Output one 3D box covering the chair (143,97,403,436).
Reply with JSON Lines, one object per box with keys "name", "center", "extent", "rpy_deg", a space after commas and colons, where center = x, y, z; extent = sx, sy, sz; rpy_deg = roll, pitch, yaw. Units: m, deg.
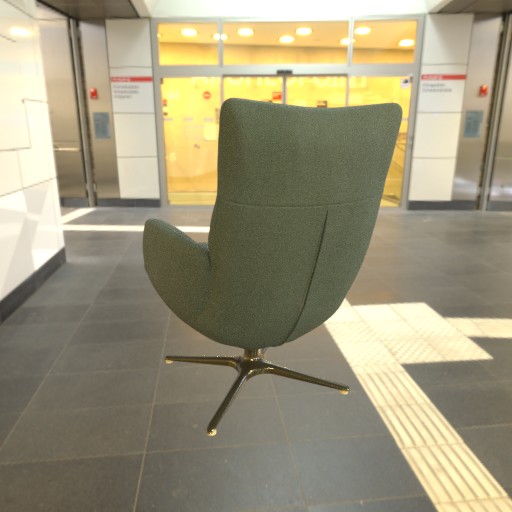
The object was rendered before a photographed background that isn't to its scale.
{"name": "chair", "center": [0.000, 0.000, 1.588], "extent": [0.711, 1.016, 0.889], "rpy_deg": [-8, 18, -25]}
